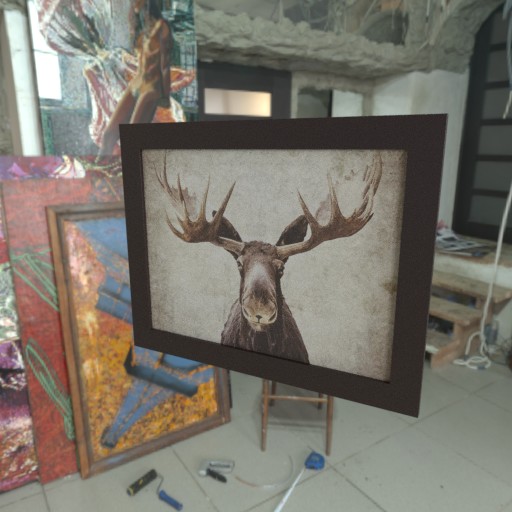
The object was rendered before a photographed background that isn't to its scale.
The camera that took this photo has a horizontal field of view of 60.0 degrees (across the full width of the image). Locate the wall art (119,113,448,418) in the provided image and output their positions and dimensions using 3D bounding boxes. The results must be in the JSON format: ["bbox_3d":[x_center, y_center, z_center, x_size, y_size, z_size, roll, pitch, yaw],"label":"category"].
[{"bbox_3d":[0.000,0.000,1.619,1.207,0.952,0.034,7,15,26],"label":"wall art"}]
